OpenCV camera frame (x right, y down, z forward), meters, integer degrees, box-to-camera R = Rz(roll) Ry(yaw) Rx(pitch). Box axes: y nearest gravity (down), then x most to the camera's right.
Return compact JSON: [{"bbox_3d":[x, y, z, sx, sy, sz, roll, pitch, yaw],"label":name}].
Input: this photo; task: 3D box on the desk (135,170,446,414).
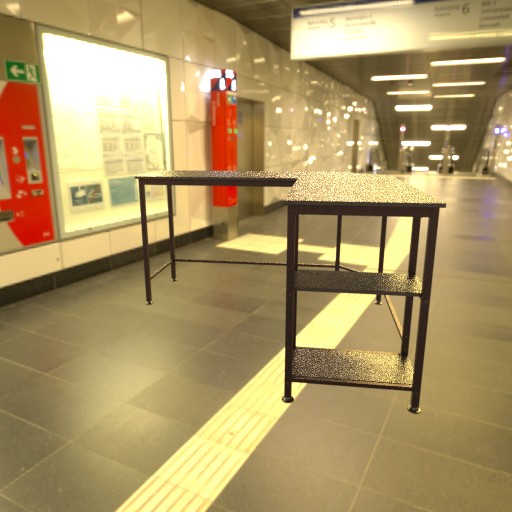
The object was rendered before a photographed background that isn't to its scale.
[{"bbox_3d":[0.000,0.000,2.205,1.379,0.739,1.379,2,15,8],"label":"desk"}]
